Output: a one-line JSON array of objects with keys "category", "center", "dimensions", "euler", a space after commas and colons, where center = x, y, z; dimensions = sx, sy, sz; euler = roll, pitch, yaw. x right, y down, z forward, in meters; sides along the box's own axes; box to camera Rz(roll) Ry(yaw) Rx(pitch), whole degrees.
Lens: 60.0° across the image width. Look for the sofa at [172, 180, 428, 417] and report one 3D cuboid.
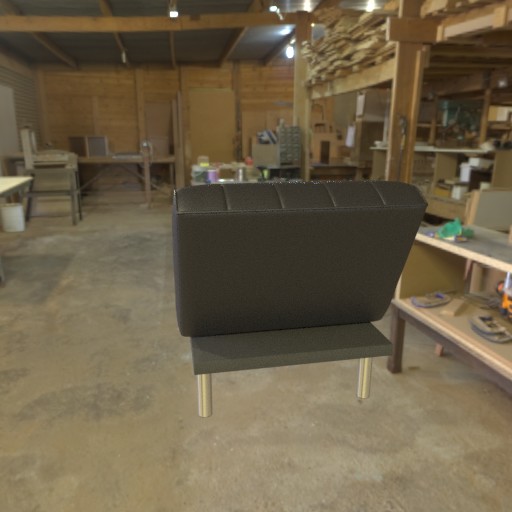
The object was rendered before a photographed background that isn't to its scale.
[{"category": "sofa", "center": [0.000, 0.000, 2.065], "dimensions": [0.760, 0.820, 1.560], "euler": [-3, 16, -11]}]
